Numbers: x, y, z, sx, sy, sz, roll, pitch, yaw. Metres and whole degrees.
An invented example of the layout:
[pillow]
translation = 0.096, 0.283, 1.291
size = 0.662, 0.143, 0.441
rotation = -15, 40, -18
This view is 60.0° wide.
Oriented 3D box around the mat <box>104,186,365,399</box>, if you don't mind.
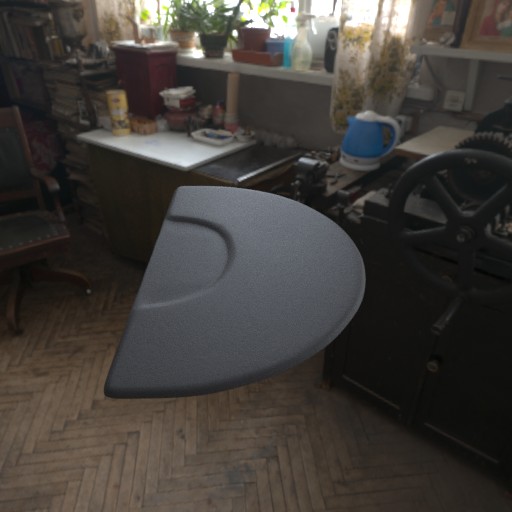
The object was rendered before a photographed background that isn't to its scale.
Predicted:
[mat]
translation = 0.000, 0.000, 1.921
size = 0.917, 0.022, 1.525
rotation = 0, 32, 0
